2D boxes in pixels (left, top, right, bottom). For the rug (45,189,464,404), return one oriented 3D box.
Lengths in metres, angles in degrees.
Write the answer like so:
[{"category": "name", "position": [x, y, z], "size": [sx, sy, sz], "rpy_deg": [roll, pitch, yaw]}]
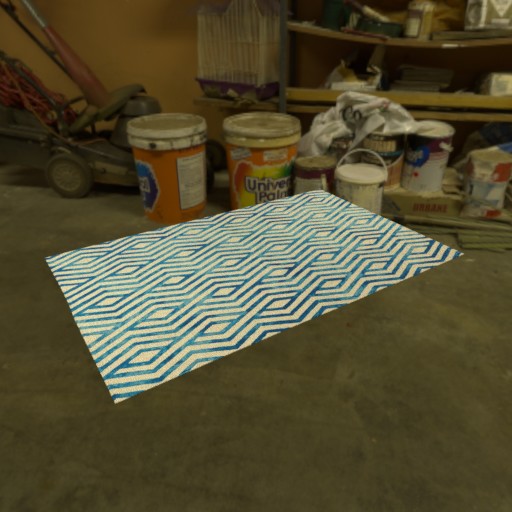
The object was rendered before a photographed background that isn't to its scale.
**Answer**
[{"category": "rug", "position": [0.000, 0.000, 3.040], "size": [2.439, 0.008, 1.531], "rpy_deg": [-18, 33, -29]}]
